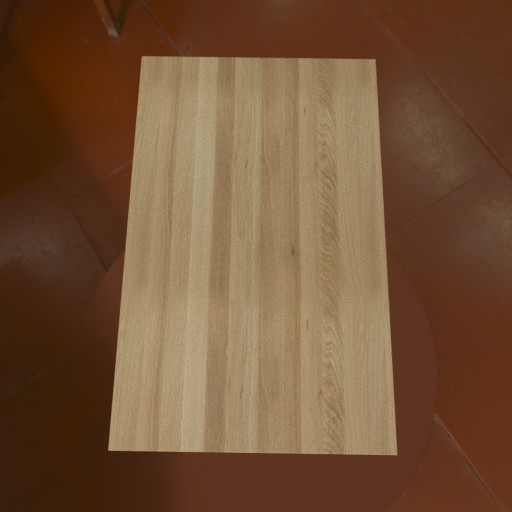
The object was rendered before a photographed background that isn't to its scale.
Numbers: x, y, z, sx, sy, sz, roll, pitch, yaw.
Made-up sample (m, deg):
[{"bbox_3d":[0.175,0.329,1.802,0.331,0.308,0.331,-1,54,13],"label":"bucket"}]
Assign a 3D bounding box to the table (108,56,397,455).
[{"bbox_3d":[0.000,0.000,1.447,0.700,0.510,1.100,1,77,0],"label":"table"}]
